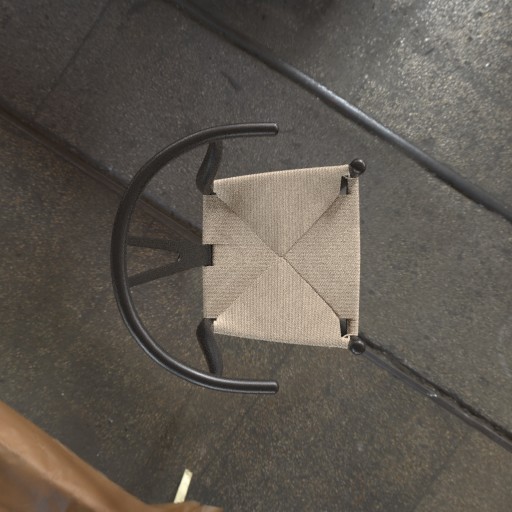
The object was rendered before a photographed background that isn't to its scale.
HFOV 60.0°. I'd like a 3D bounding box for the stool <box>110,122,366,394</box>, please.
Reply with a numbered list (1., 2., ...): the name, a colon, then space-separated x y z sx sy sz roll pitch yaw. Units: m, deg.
1. stool: 0.000 0.000 1.355 0.579 0.970 0.569 0 91 0
